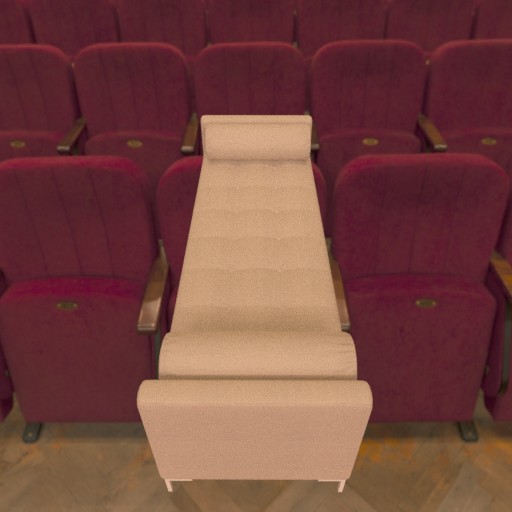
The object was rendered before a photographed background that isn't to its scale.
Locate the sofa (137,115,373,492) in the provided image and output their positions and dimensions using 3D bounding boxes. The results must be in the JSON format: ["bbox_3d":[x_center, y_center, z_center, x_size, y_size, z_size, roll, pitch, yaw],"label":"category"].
[{"bbox_3d":[0.000,0.000,2.199,0.686,0.635,1.981,0,41,0],"label":"sofa"}]
